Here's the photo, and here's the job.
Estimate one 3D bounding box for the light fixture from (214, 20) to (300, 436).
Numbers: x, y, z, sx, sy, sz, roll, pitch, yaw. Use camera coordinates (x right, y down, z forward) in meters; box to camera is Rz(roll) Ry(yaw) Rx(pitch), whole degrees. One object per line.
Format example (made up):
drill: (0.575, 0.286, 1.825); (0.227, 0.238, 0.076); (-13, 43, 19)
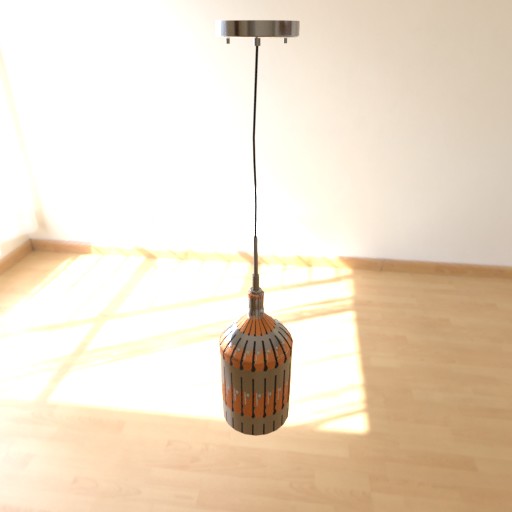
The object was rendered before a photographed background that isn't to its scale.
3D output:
light fixture: (0.000, 0.000, 1.639); (0.303, 1.535, 0.303); (0, 27, 0)
